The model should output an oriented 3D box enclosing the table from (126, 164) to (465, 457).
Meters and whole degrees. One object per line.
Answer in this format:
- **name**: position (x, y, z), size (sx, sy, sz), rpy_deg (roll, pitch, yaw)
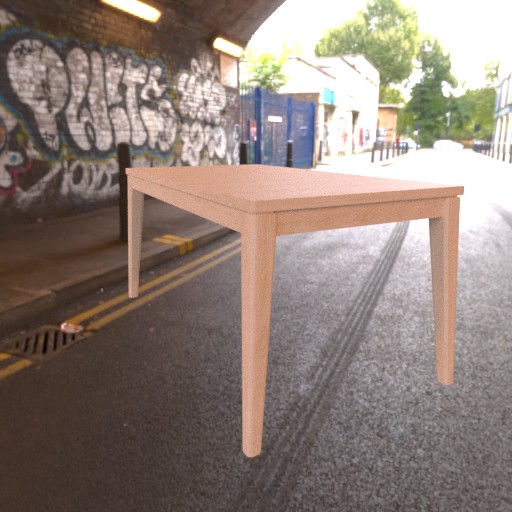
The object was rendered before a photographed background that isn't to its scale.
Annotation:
- **table**: position (0.000, 0.000, 2.106), size (0.900, 0.760, 1.600), rpy_deg (-8, 17, -27)
